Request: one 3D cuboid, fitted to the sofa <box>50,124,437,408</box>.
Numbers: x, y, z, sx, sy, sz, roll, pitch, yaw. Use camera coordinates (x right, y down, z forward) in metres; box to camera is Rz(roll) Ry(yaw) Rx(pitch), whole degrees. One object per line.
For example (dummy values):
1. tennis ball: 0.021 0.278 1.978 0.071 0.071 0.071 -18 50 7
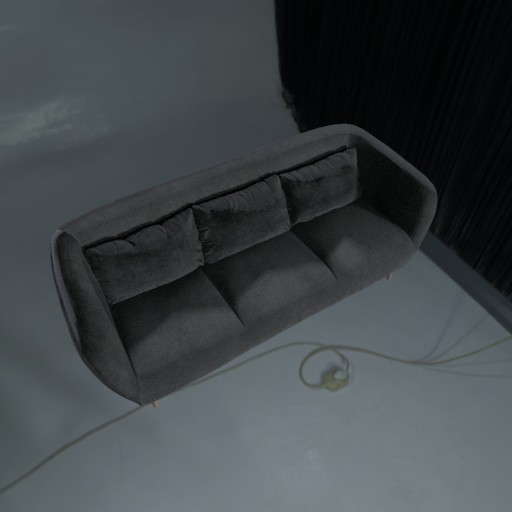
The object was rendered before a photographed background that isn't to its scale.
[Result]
1. sofa: 0.000 0.000 2.813 2.296 0.875 0.956 -25 52 -21
